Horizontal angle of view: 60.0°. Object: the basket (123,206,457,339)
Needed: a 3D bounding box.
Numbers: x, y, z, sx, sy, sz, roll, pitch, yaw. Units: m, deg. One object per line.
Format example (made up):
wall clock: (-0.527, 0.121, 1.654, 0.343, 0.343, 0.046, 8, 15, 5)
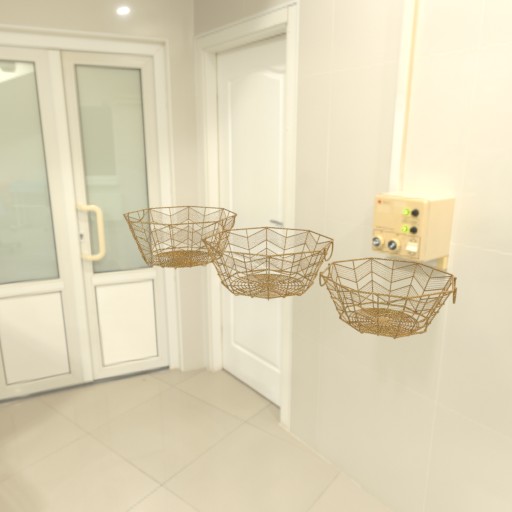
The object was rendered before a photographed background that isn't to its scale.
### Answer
basket: (0.000, 0.000, 1.414, 0.432, 0.178, 1.245, -14, 20, -43)
